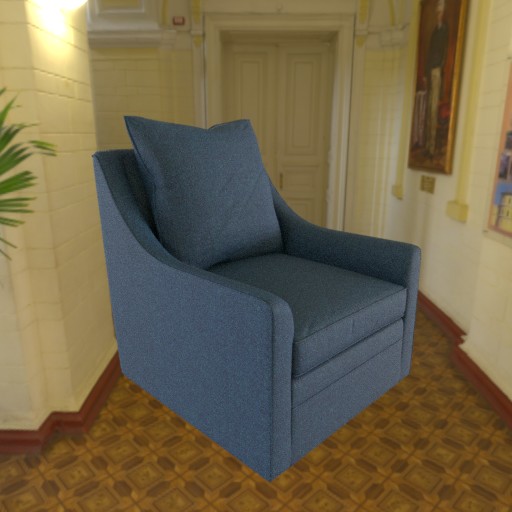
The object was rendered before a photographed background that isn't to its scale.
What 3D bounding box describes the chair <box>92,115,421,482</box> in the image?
[{"bbox_3d":[0.000,0.000,1.550,0.750,0.939,0.870,-15,21,-43],"label":"chair"}]
